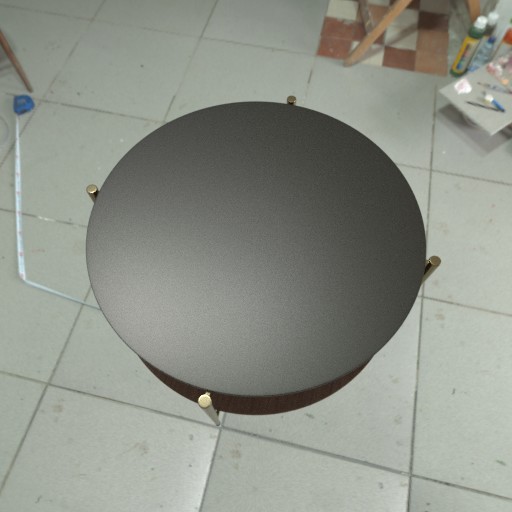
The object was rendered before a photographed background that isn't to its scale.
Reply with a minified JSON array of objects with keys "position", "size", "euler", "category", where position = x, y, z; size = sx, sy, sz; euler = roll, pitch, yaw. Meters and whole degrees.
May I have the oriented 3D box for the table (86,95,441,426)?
[{"position":[0.000,0.000,1.416],"size":[0.938,0.400,0.938],"euler":[-14,63,-7],"category":"table"}]
